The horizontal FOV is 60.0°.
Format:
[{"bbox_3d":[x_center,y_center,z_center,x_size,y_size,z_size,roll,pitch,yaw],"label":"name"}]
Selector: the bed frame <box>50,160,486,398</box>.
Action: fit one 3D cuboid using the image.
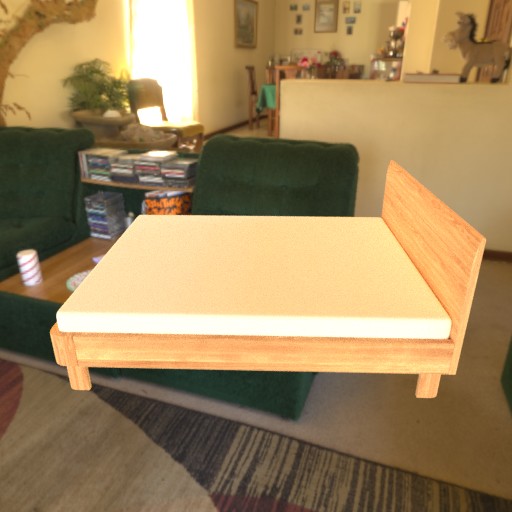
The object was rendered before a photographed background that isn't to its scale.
[{"bbox_3d":[0.000,0.000,2.936,2.092,0.940,1.660,1,24,2],"label":"bed frame"}]
